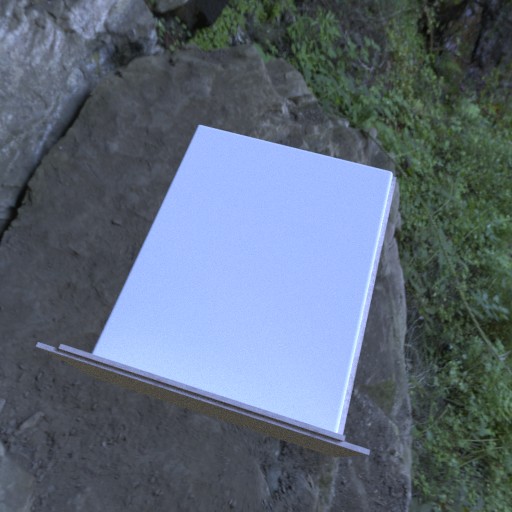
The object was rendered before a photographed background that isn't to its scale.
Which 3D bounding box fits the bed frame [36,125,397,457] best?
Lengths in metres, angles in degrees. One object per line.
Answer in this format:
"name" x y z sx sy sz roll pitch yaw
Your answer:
"bed frame" 0.000 0.000 3.034 1.750 0.970 2.080 16 66 7
